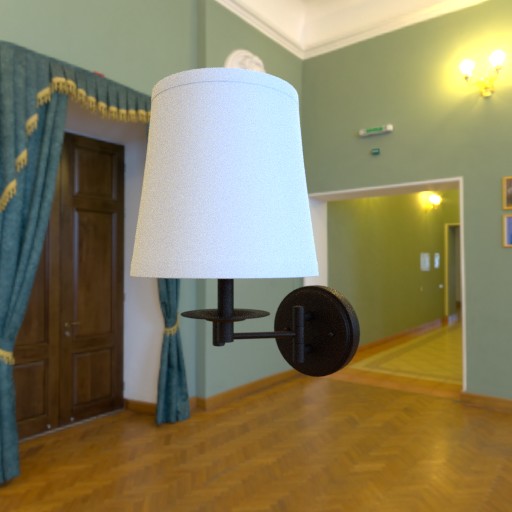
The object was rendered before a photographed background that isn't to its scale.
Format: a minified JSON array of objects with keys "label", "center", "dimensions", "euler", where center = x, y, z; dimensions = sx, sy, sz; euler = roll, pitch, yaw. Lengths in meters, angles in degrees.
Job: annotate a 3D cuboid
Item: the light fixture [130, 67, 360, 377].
[{"label":"light fixture","center":[0.000,0.000,0.265],"dimensions":[0.100,0.172,0.157],"euler":[-1,-1,36]}]
